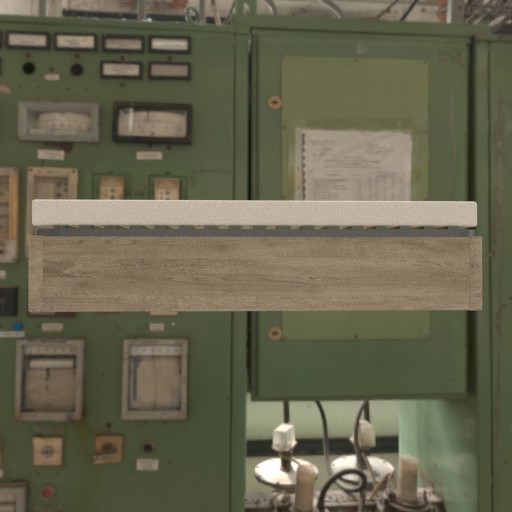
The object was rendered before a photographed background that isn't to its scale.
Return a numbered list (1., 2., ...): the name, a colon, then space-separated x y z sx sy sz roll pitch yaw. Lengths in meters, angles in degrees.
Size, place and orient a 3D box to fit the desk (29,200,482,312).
1. desk: 0.000 0.000 2.253 1.900 0.455 0.900 0 0 -2
